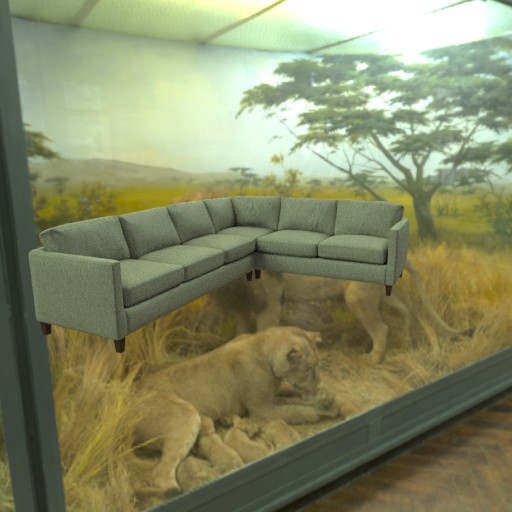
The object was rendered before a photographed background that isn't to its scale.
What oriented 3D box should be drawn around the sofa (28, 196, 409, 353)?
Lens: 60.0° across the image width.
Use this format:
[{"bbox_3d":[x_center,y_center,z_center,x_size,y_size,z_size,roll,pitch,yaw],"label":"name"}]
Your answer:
[{"bbox_3d":[0.000,0.000,4.504,2.593,0.947,3.302,6,14,25],"label":"sofa"}]
